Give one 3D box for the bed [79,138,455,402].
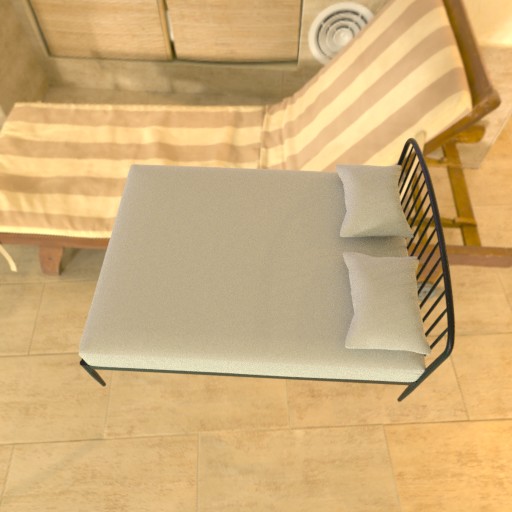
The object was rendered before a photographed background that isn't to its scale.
[{"bbox_3d":[0.000,0.000,3.112,2.159,1.166,1.618,2,57,2],"label":"bed"}]
